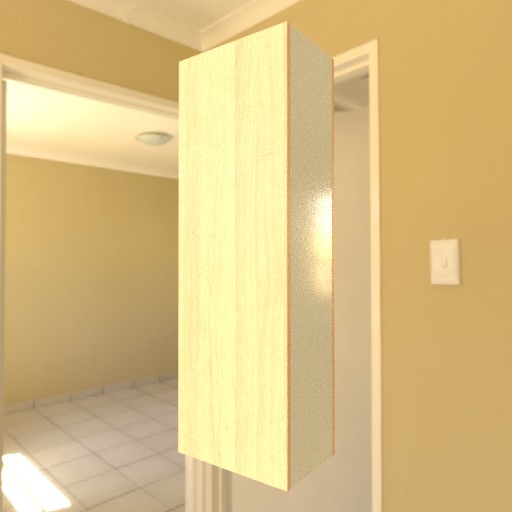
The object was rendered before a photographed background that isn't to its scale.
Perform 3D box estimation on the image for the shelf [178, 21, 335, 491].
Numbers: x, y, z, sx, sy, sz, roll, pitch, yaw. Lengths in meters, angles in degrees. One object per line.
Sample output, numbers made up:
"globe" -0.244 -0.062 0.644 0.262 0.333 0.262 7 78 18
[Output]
"shelf" 0.000 0.000 0.995 0.290 0.882 0.197 0 -1 36
